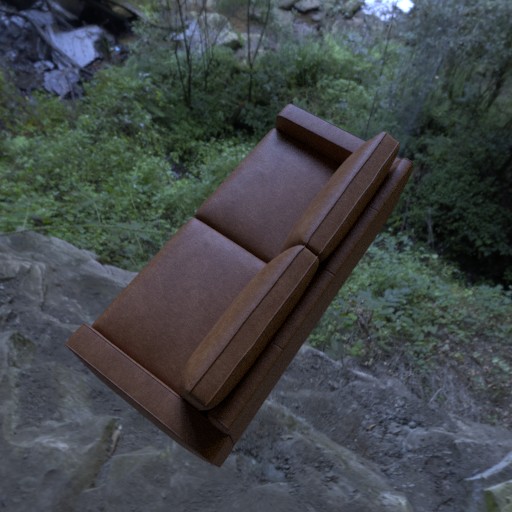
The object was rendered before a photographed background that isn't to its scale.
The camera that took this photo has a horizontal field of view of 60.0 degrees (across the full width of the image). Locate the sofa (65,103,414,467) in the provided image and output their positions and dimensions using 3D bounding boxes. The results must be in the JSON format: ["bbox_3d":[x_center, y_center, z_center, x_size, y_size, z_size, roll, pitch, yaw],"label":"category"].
[{"bbox_3d":[0.000,0.000,2.667,0.991,0.928,2.156,32,67,16],"label":"sofa"}]
